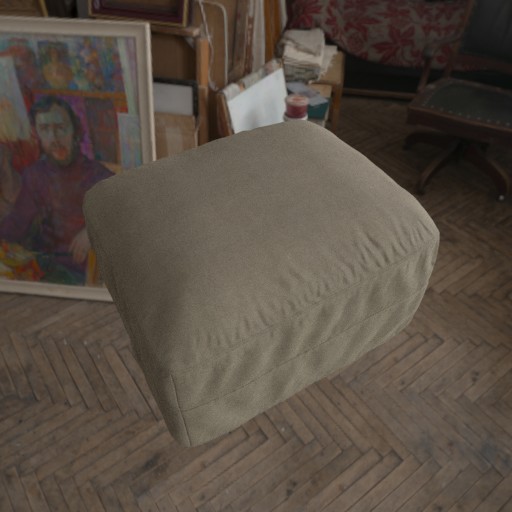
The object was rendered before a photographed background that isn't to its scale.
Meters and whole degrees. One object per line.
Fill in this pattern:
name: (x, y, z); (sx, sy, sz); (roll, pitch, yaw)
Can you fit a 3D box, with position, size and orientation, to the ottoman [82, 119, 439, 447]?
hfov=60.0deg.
ottoman: (0.000, 0.000, 1.109); (0.712, 0.480, 0.584); (-23, 51, -20)
